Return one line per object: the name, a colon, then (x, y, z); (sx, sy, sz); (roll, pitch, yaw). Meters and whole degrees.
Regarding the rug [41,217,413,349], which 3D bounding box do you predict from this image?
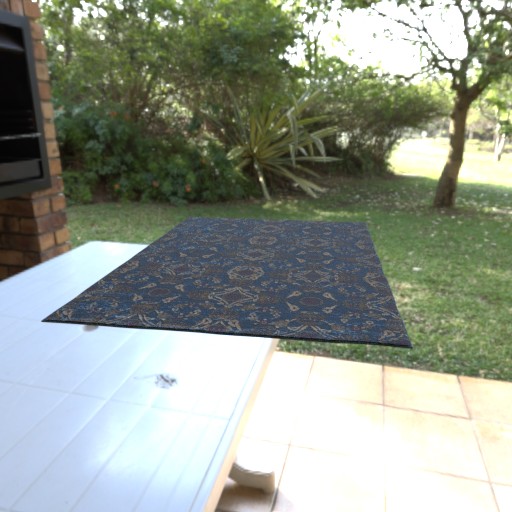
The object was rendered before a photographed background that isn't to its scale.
rug: (0.000, 0.000, 2.868); (1.567, 0.014, 2.207); (3, 17, 8)
